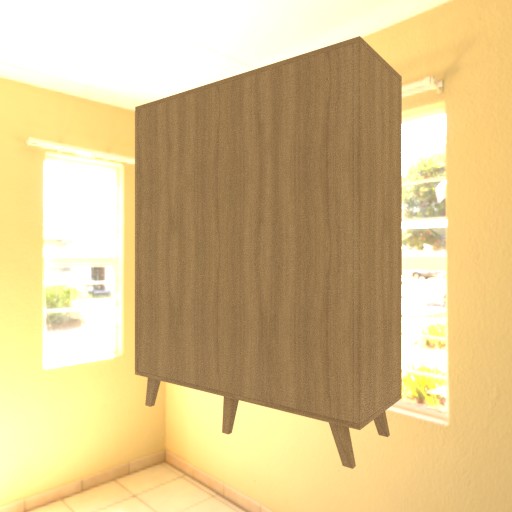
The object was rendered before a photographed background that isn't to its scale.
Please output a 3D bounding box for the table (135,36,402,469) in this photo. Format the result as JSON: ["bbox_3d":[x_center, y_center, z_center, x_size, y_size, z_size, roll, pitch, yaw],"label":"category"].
[{"bbox_3d":[0.000,0.000,1.887,1.111,1.388,0.398,0,0,37],"label":"table"}]
